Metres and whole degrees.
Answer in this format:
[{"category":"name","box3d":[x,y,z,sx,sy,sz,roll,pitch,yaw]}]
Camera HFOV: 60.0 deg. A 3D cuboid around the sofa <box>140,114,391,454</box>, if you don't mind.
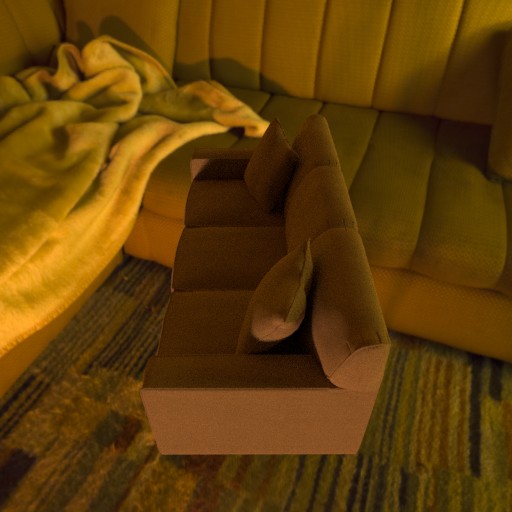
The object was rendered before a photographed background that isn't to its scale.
[{"category":"sofa","box3d":[0.000,0.000,2.601,0.997,0.958,2.024,0,41,0]}]
